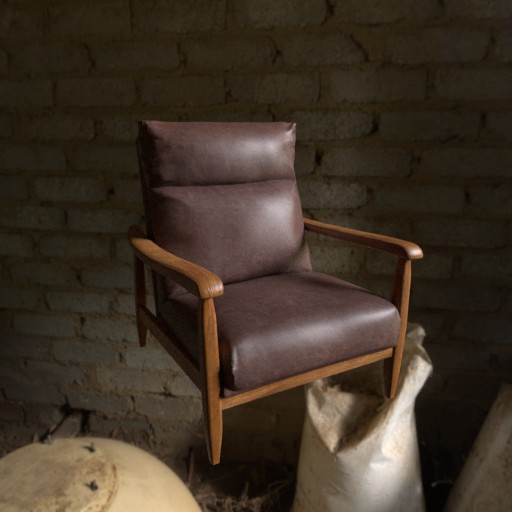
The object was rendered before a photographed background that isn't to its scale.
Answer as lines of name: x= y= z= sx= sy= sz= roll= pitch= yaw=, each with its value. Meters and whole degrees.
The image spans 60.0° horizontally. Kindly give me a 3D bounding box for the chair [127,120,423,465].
chair: x=0.000 y=0.000 z=1.529 sx=0.782 sy=0.897 sz=0.830 roll=-9 pitch=18 yaw=-27
